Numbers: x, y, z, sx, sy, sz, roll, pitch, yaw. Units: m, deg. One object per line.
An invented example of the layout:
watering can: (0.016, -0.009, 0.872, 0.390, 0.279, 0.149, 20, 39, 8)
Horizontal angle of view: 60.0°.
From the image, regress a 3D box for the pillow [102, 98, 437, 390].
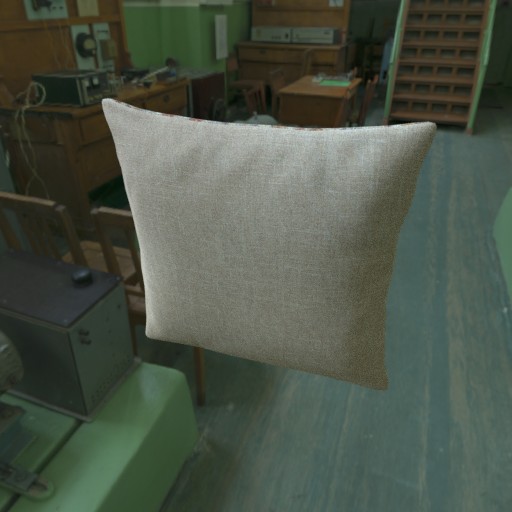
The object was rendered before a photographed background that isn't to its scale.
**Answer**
pillow: (0.000, 0.000, 0.784, 0.523, 0.506, 0.166, 9, 32, 15)
